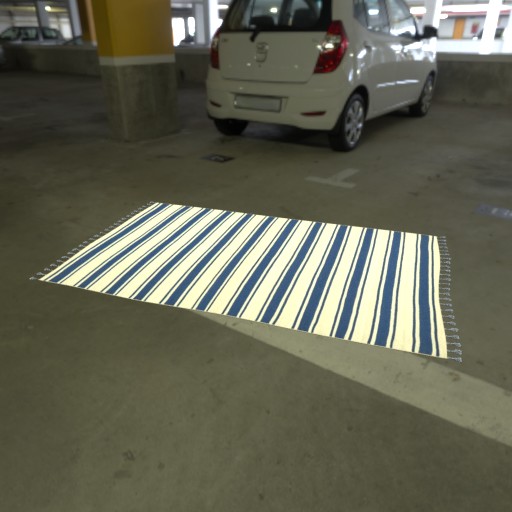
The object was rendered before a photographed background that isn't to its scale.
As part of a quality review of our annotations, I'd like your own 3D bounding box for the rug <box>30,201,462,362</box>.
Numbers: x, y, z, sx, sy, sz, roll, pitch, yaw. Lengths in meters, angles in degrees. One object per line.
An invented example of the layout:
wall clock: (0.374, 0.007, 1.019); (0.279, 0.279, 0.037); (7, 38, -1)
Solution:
rug: (0.000, 0.000, 2.534); (2.108, 0.009, 1.248); (8, 28, 16)
